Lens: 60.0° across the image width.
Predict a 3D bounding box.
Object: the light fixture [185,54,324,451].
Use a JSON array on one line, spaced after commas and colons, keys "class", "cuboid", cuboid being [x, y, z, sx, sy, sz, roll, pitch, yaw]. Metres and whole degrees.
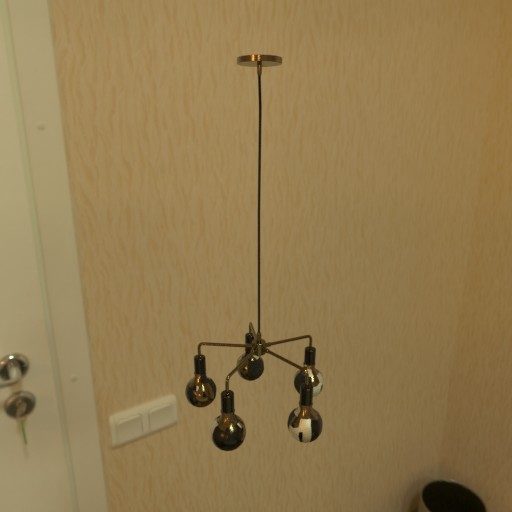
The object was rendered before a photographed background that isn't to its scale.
[{"class": "light fixture", "cuboid": [0.000, 0.000, 1.196, 0.438, 0.988, 0.421, 8, 18, 26]}]
